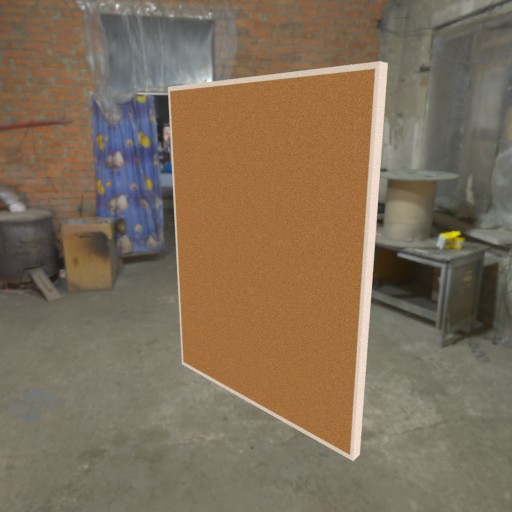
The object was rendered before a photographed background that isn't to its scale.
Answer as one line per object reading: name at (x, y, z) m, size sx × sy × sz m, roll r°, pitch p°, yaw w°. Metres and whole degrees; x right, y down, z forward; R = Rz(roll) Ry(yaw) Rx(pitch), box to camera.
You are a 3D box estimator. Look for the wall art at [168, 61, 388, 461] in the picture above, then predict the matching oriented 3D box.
wall art at (0.000, 0.000, 1.395) m, size 0.795 × 1.050 × 0.039 m, roll 14°, pitch 21°, yaw 42°
